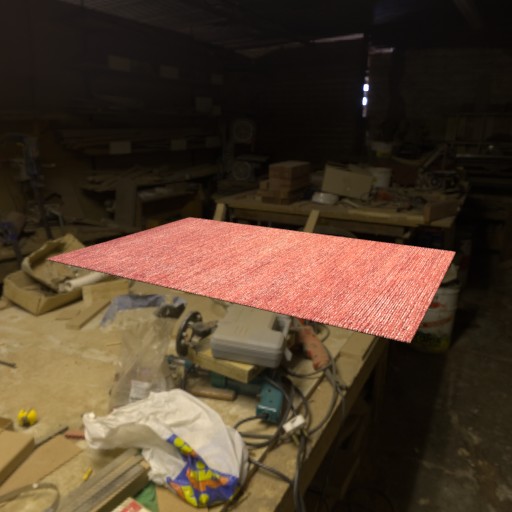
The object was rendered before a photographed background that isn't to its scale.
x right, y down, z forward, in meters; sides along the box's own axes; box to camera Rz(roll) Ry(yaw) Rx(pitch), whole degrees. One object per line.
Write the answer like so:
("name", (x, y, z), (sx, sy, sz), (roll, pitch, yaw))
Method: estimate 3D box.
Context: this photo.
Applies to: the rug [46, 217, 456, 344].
("rug", (0.000, 0.000, 2.248), (1.747, 0.011, 1.139), (9, 19, 28))
